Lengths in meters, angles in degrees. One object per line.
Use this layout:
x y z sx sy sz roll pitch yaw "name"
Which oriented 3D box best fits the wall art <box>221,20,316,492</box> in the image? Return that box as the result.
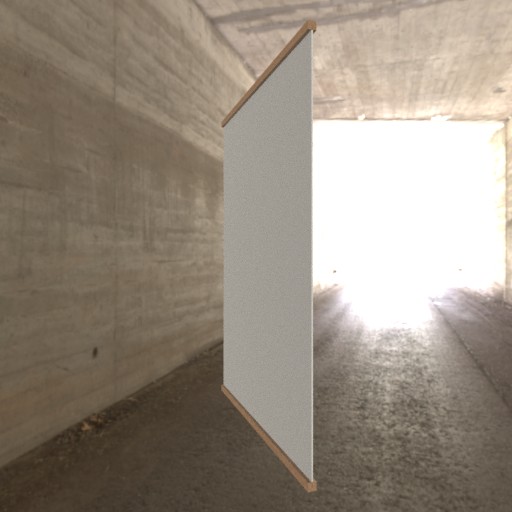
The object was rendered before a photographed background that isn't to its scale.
0.000 0.000 0.790 0.012 0.608 0.459 0 0 -18 "wall art"
